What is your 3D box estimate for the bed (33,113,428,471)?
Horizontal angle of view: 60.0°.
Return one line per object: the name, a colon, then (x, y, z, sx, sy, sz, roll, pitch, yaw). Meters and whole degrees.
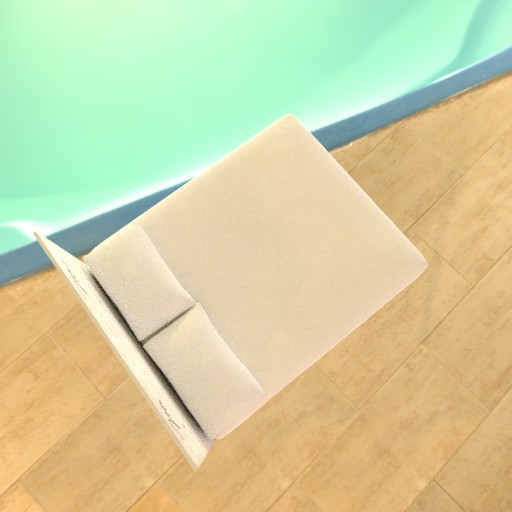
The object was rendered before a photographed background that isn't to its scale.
bed: (0.000, 0.000, 3.218, 2.094, 1.335, 1.745, -37, 78, -9)
